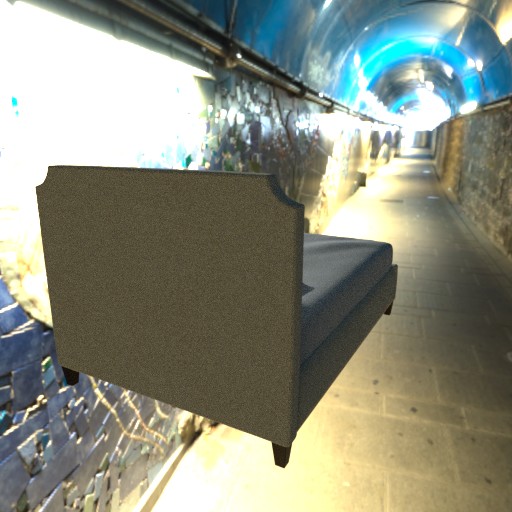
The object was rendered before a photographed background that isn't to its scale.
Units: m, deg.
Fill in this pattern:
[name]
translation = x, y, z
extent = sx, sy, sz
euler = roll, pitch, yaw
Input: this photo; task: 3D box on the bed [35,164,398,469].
[bed]
translation = 0.000, 0.000, 3.401
extent = 1.713, 1.457, 2.381
euler = 8, 17, 28
